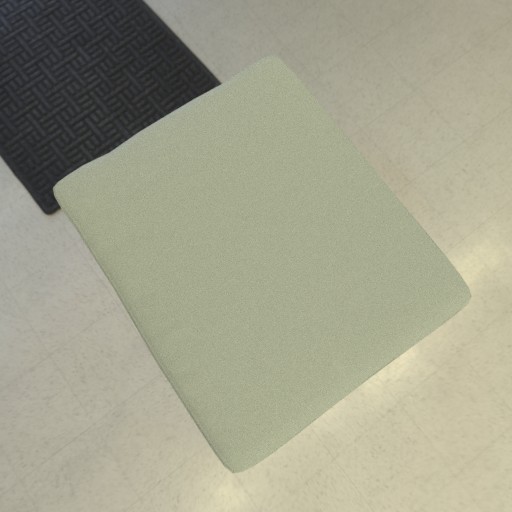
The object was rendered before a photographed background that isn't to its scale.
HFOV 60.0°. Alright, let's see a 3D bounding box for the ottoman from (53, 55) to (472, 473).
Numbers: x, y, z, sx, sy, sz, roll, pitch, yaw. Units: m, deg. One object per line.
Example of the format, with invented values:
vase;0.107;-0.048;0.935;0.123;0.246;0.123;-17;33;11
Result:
ottoman;0.000;0.000;1.463;0.842;0.494;0.991;-34;78;-8
